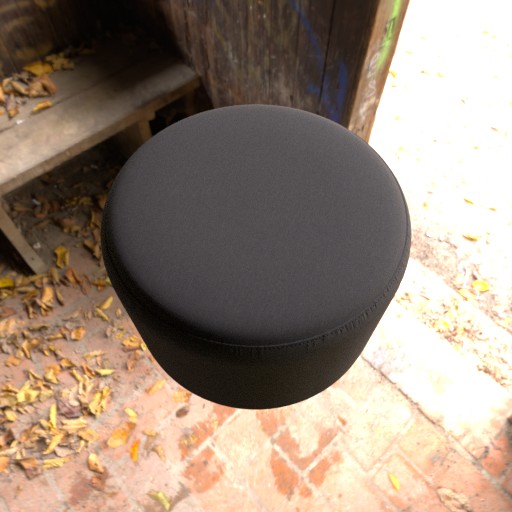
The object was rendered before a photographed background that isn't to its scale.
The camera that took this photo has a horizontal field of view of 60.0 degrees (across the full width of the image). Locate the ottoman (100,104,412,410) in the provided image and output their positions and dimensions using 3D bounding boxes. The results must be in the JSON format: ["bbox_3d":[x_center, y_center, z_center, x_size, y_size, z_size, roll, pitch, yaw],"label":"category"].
[{"bbox_3d":[0.000,0.000,1.009,0.608,0.433,0.608,0,58,0],"label":"ottoman"}]
